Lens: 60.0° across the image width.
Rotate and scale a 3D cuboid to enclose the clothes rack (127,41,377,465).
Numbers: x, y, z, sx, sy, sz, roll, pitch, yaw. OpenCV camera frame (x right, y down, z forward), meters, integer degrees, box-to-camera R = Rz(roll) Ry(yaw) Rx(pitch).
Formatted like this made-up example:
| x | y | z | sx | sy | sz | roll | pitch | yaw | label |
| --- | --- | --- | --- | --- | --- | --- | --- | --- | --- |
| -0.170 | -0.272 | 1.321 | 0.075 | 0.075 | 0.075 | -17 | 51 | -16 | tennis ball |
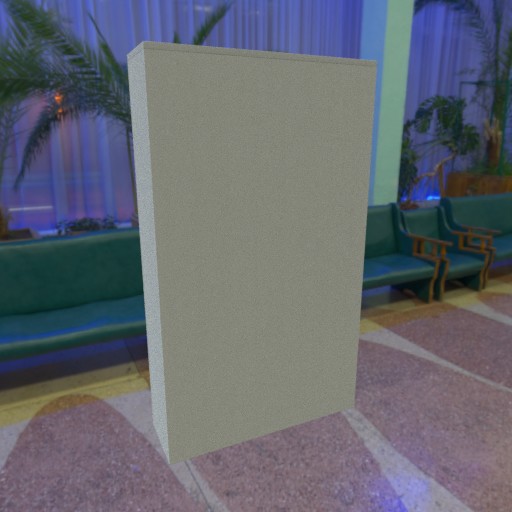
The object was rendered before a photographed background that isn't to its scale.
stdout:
| x | y | z | sx | sy | sz | roll | pitch | yaw | label |
| --- | --- | --- | --- | --- | --- | --- | --- | --- | --- |
| 0.000 | 0.000 | 1.555 | 0.750 | 1.280 | 0.250 | -7 | 17 | -24 | clothes rack |
